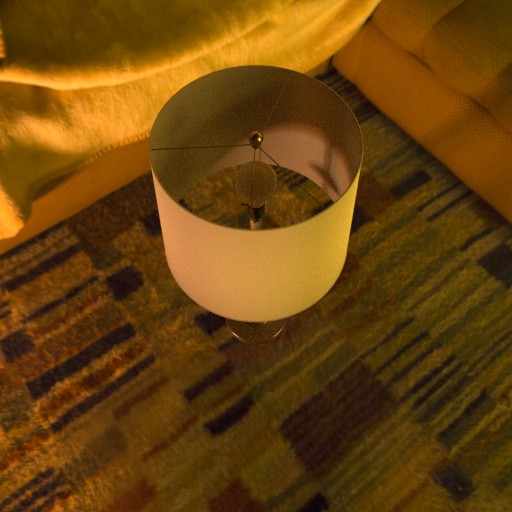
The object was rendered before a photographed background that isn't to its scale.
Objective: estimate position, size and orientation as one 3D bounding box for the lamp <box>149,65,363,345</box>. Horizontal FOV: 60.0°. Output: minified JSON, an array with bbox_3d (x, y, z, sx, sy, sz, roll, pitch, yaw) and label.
[{"bbox_3d":[0.000,0.000,0.885,0.333,0.696,0.333,0,63,0],"label":"lamp"}]
